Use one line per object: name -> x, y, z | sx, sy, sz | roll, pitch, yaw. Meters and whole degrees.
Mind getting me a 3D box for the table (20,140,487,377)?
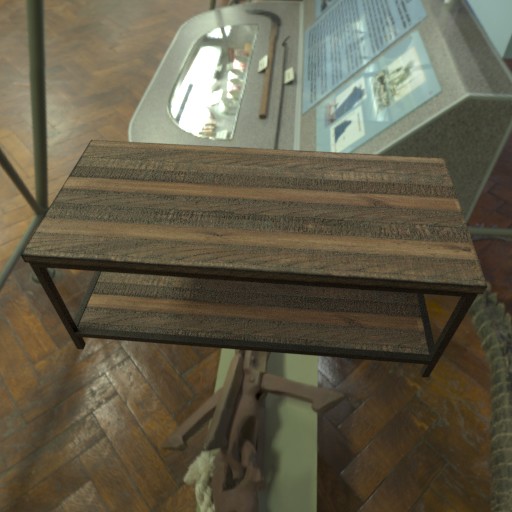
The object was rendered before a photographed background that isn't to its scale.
table -> 0.000, 0.000, 1.234 | 0.990, 0.399, 0.452 | 4, 47, 3
